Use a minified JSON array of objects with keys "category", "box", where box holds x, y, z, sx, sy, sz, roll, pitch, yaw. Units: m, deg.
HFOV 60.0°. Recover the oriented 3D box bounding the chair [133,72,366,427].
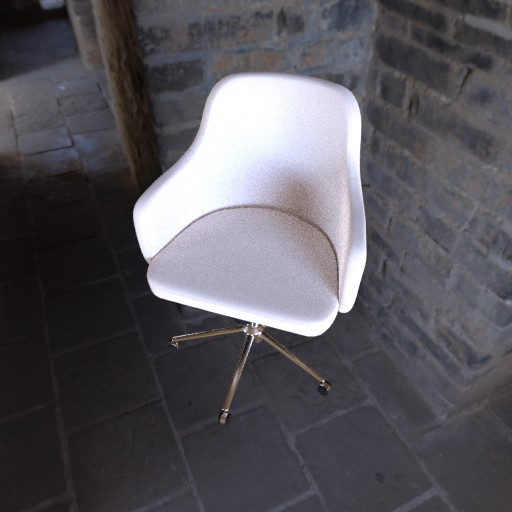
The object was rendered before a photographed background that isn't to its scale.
[{"category":"chair","box":[0.000,0.000,1.271,0.602,0.819,0.647,13,44,13]}]
